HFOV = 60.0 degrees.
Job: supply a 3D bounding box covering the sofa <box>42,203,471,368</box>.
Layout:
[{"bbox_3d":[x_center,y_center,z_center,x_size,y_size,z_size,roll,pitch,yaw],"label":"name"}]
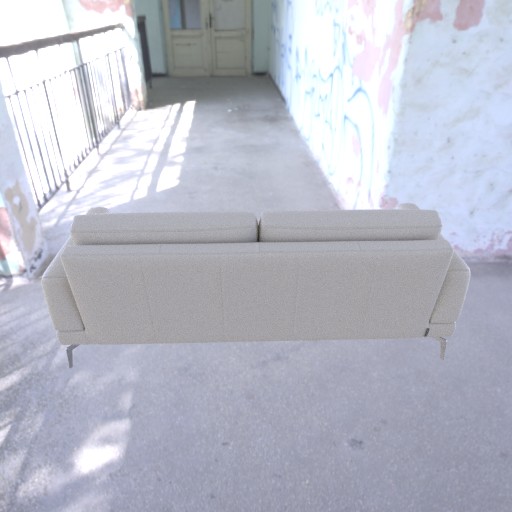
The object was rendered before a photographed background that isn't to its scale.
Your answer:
[{"bbox_3d":[0.000,0.000,2.381,1.940,0.765,0.974,-1,31,-2],"label":"sofa"}]
